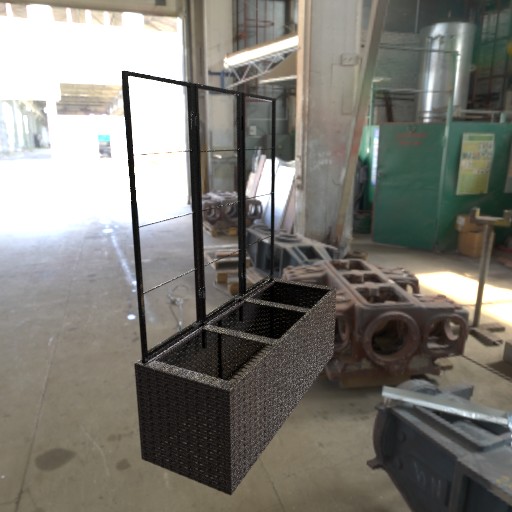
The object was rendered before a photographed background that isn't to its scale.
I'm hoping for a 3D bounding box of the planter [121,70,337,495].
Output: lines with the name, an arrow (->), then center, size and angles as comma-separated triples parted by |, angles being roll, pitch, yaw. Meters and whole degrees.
planter -> 0.000, 0.000, 1.165 | 0.244, 0.841, 0.699 | 7, 16, 26
